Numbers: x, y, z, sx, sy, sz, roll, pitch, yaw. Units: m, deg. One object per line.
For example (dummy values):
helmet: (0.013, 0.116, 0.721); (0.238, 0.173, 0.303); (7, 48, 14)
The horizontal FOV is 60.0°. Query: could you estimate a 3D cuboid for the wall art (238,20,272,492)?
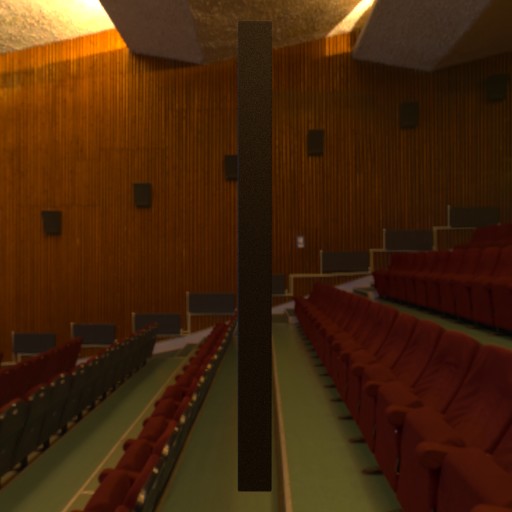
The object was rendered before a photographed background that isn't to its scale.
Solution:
wall art: (0.000, 0.000, 0.521); (0.028, 0.381, 0.328); (0, 0, 0)
